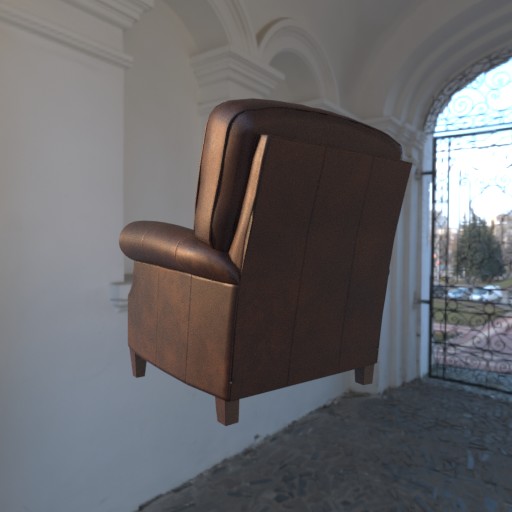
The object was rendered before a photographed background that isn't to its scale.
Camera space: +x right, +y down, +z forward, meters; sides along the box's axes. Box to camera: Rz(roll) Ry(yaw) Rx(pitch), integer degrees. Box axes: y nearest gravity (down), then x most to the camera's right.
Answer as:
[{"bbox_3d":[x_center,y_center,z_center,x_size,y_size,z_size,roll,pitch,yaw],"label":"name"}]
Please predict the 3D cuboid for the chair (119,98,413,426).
[{"bbox_3d":[0.000,0.000,1.792,0.936,1.018,0.986,-1,2,-38],"label":"chair"}]
